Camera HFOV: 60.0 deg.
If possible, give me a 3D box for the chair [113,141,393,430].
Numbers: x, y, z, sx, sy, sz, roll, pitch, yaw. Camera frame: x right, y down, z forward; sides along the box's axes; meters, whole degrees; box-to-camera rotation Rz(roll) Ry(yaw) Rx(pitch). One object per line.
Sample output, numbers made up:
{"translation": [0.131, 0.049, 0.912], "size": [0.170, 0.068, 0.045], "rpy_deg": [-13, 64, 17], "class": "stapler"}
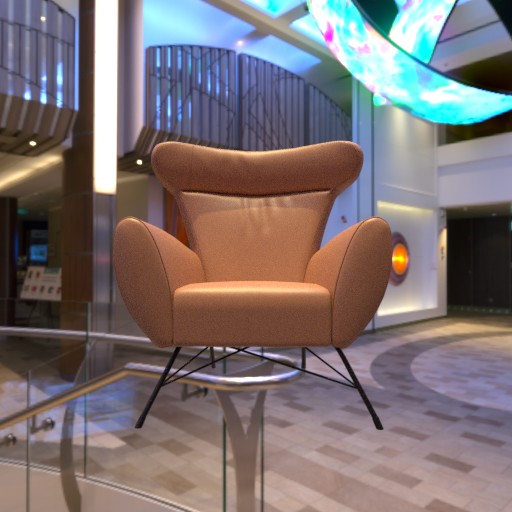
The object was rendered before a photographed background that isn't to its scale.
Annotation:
{"translation": [0.000, 0.000, 1.781], "size": [0.980, 1.050, 0.900], "rpy_deg": [0, -1, 1], "class": "chair"}
